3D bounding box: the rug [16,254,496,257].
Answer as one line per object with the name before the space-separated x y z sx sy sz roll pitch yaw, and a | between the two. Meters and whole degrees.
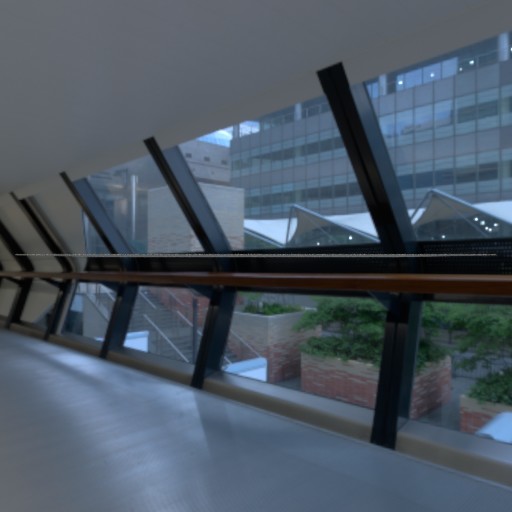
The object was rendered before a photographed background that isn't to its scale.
rug | 0.000 0.000 3.006 2.453 0.003 1.519 0 0 0
